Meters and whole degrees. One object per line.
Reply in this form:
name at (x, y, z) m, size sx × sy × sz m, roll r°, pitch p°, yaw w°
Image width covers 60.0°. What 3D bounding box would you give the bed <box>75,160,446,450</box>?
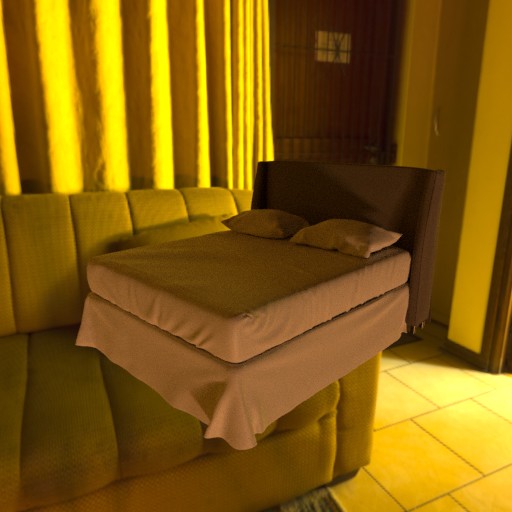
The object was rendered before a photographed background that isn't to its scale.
bed at (0.000, 0.000, 3.444) m, size 1.925 × 1.332 × 2.276 m, roll 14°, pitch 21°, yaw 43°
